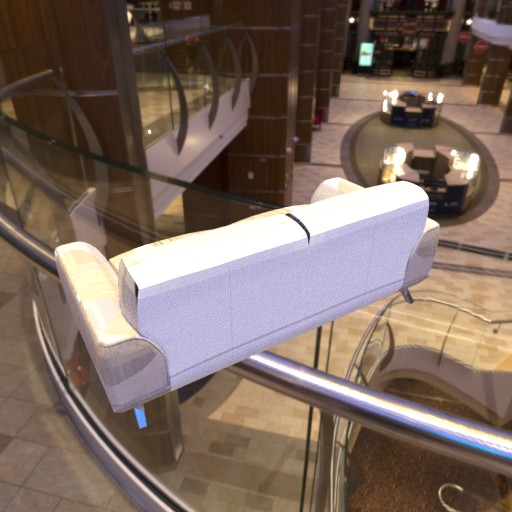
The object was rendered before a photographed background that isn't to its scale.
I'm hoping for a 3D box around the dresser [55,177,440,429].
[{"bbox_3d":[0.000,0.000,5.949,4.679,1.863,2.251,-18,35,-27],"label":"dresser"}]
